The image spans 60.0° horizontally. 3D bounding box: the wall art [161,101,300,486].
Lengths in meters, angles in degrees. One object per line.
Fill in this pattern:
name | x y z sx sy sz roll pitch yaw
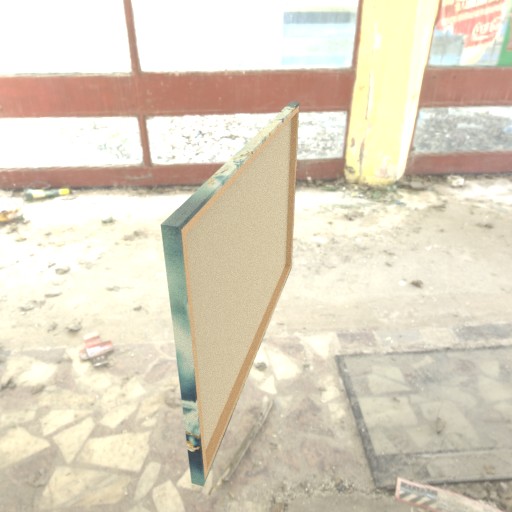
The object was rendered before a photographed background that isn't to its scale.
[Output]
wall art | 0.000 0.000 1.451 0.035 0.759 1.138 8 31 14
